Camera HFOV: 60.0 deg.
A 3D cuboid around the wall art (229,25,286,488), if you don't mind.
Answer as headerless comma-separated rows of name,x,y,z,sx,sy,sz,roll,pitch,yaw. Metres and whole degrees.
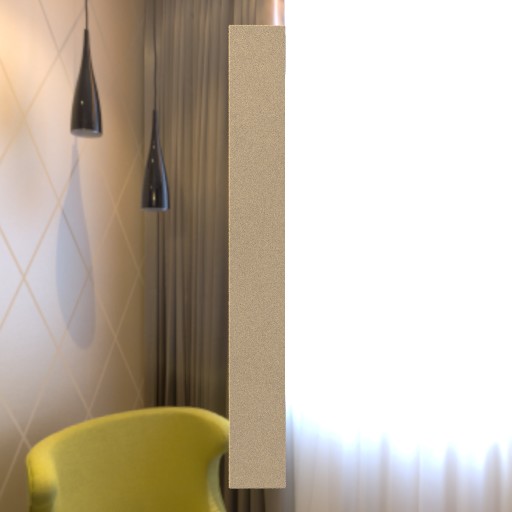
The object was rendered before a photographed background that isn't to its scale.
wall art,0.000,0.000,0.444,0.038,0.305,0.305,0,0,0
